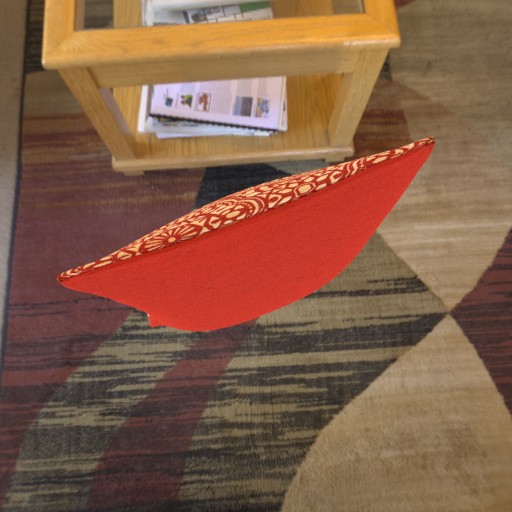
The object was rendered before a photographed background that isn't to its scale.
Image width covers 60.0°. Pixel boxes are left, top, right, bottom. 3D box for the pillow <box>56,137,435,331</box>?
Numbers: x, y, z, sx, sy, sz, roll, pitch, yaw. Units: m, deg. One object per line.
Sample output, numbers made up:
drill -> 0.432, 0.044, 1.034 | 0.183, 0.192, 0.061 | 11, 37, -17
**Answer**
pillow -> 0.000, 0.000, 0.674 | 0.438, 0.419, 0.162 | -21, 76, -5
